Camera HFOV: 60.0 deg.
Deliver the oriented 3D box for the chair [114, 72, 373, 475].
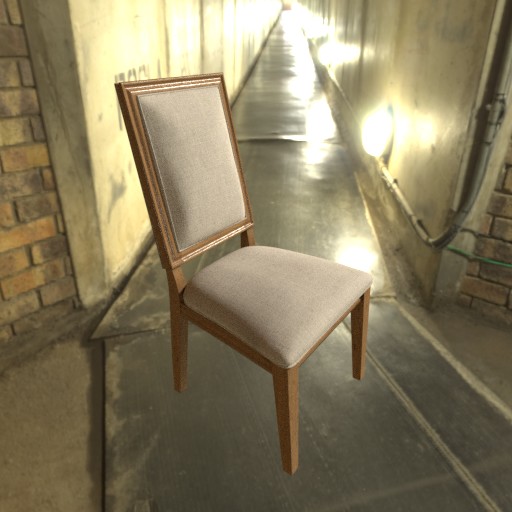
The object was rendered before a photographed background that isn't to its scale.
[{"bbox_3d":[0.000,0.000,1.348,0.601,0.988,0.536,18,31,31],"label":"chair"}]
